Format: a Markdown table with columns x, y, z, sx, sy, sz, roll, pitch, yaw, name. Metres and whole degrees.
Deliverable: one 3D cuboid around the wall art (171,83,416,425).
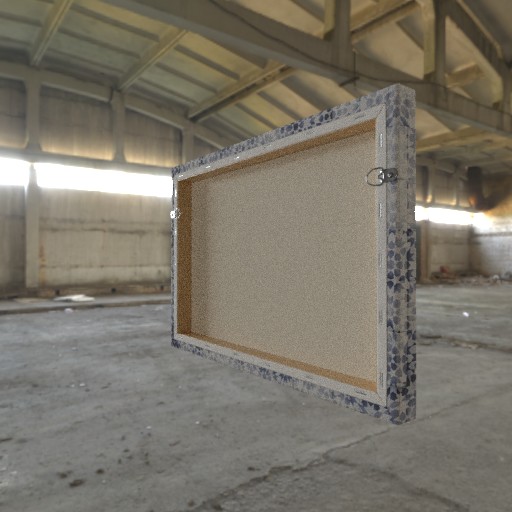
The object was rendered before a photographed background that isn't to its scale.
| x | y | z | sx | sy | sz | roll | pitch | yaw | name |
| --- | --- | --- | --- | --- | --- | --- | --- | --- | --- |
| 0.000 | 0.000 | 1.162 | 0.057 | 0.608 | 0.911 | 0 | -1 | -37 | wall art |
